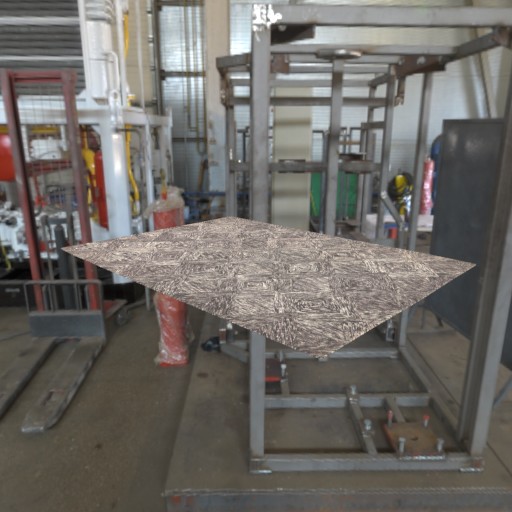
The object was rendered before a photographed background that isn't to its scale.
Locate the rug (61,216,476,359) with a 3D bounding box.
[{"bbox_3d":[0.000,0.000,5.322,4.093,0.020,2.997,15,22,42],"label":"rug"}]
